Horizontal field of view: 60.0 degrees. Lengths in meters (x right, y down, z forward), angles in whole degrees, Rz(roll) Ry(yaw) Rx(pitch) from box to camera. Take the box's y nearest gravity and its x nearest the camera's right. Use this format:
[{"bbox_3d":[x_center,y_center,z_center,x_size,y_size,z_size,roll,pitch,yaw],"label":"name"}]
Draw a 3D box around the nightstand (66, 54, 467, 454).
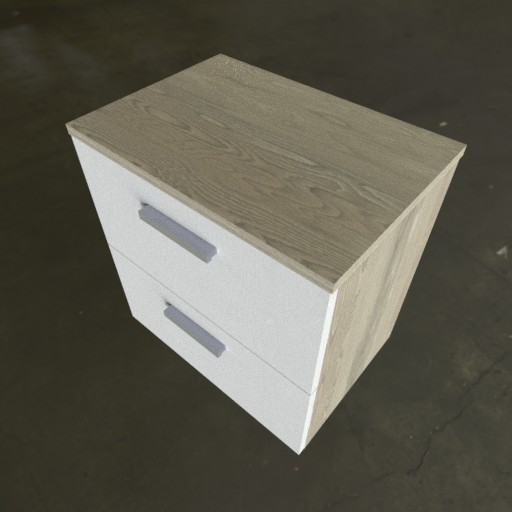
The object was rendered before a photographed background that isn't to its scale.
[{"bbox_3d":[0.000,0.000,0.756,0.442,0.461,0.325,32,54,27],"label":"nightstand"}]
